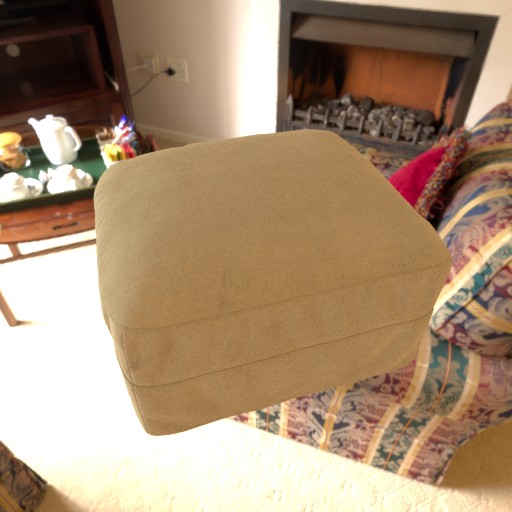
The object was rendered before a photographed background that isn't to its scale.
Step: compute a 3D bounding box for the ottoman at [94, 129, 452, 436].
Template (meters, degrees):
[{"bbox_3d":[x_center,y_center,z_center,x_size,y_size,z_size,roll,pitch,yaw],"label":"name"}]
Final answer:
[{"bbox_3d":[0.000,0.000,1.079,0.712,0.480,0.584,-12,43,-13],"label":"ottoman"}]
